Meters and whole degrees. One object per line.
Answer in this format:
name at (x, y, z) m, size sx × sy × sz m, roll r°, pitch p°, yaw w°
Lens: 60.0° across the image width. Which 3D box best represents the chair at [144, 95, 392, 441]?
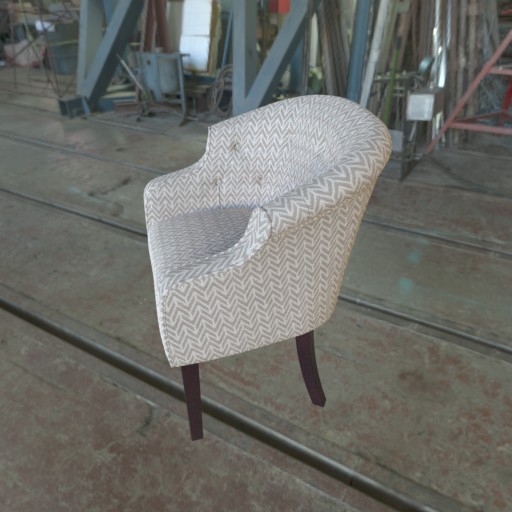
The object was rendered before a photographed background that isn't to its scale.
chair at (0.000, 0.000, 1.322) m, size 0.613 × 0.858 × 0.686 m, roll -8°, pitch 33°, yaw -13°
